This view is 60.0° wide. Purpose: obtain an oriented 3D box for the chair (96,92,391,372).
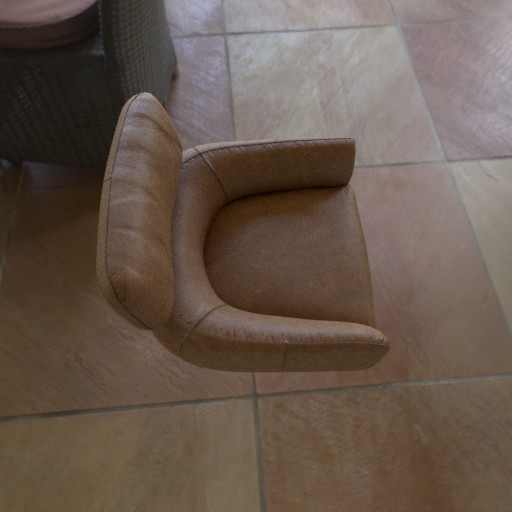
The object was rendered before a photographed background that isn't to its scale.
[{"bbox_3d":[0.000,0.000,1.351,0.715,0.812,0.706,-1,62,-1],"label":"chair"}]
